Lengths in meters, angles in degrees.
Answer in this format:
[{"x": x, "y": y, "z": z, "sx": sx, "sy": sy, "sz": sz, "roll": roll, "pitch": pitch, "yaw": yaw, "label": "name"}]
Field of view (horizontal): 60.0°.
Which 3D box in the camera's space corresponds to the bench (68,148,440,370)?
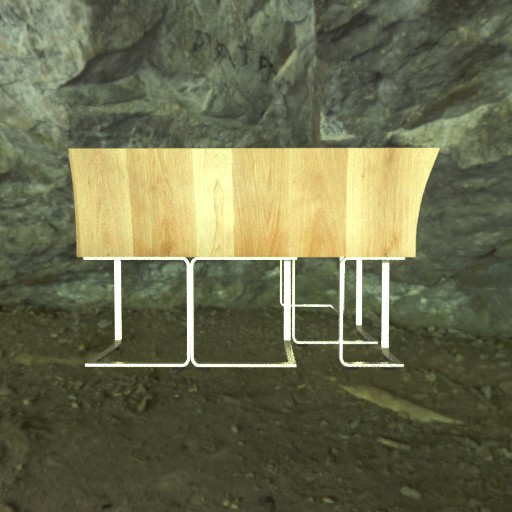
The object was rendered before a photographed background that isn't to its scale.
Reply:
[{"x": 0.000, "y": 0.000, "z": 2.768, "sx": 1.495, "sy": 0.930, "sz": 1.945, "roll": 0, "pitch": 2, "yaw": 1, "label": "bench"}]
